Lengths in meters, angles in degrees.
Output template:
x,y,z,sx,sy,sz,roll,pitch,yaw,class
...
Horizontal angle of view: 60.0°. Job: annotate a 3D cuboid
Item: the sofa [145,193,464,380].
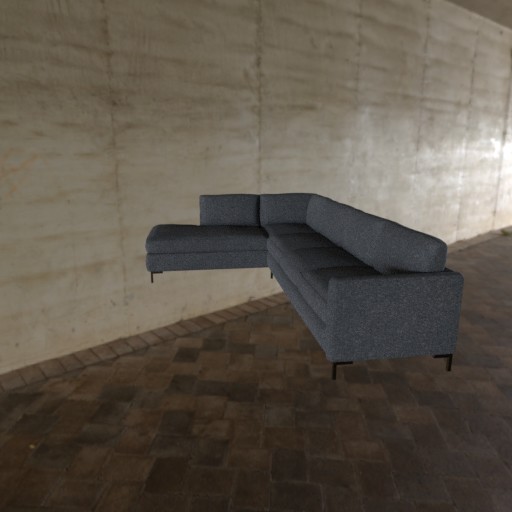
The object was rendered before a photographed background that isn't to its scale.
x,y,z,sx,sy,sz,roll,pitch,yaw,class
0.000,0.000,3.831,2.007,0.815,2.949,-2,14,-8,sofa
